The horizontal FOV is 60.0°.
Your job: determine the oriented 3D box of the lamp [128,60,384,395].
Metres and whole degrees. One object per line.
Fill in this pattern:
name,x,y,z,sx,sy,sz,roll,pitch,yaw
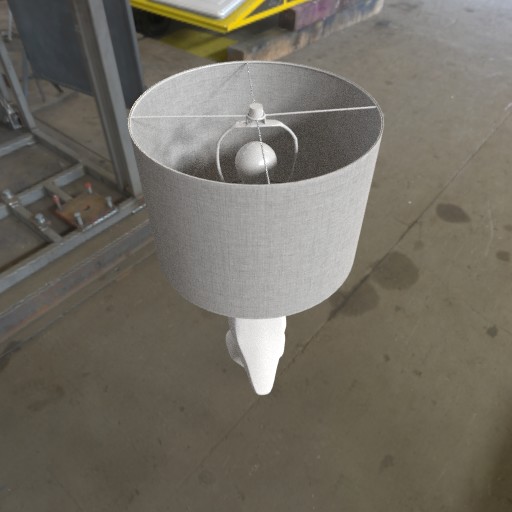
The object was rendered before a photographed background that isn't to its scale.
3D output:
lamp,0.000,0.000,0.702,0.298,0.503,0.298,-4,45,-4
